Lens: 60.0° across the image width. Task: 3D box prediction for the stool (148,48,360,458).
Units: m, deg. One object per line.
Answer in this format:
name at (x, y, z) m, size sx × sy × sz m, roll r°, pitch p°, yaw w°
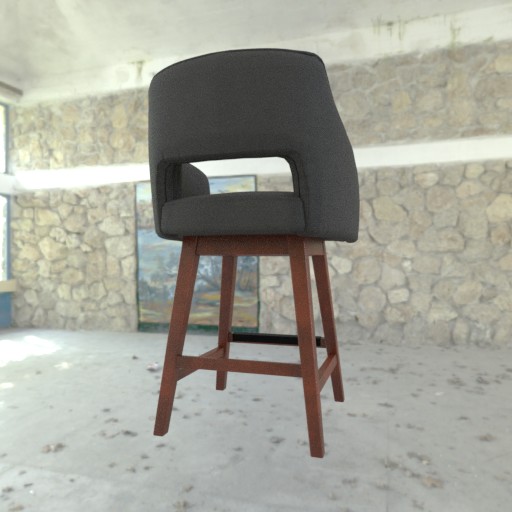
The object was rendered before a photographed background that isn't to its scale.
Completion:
stool at (0.000, 0.000, 1.237) m, size 0.548 × 0.912 × 0.558 m, roll 0°, pitch 0°, yaw 18°
